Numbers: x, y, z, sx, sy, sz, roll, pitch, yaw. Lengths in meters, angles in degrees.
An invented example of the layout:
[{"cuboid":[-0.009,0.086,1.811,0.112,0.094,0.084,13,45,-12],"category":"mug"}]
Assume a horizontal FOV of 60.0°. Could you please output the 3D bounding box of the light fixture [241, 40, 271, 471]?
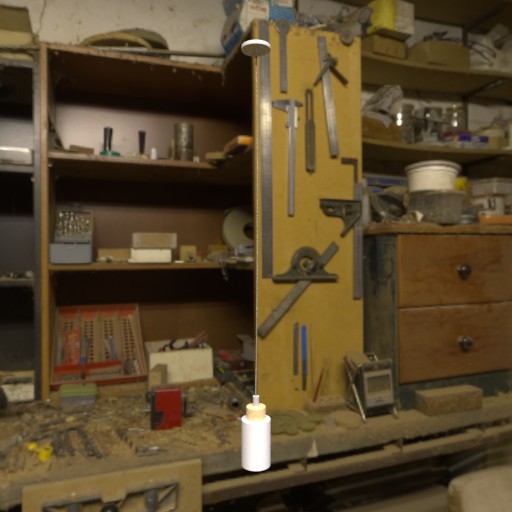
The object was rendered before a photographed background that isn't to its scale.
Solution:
[{"cuboid":[0.000,0.000,1.909,0.125,1.798,0.125,0,0,-19],"category":"light fixture"}]
